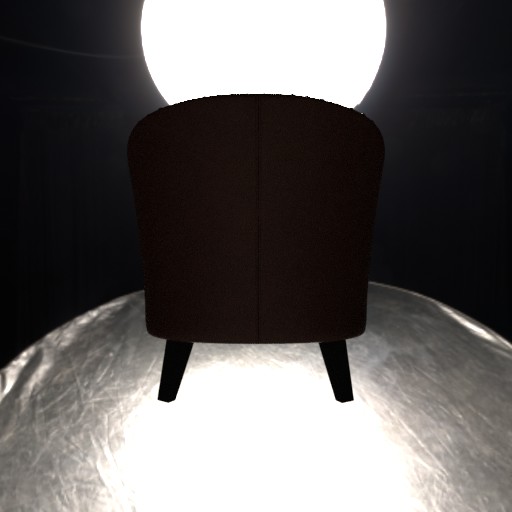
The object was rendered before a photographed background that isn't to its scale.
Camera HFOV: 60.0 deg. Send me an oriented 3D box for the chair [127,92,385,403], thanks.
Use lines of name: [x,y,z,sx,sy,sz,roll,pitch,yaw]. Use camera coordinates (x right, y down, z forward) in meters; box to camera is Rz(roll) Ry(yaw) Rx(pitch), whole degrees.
chair: [0.000,0.000,1.462,0.794,0.823,0.748,0,1,0]
